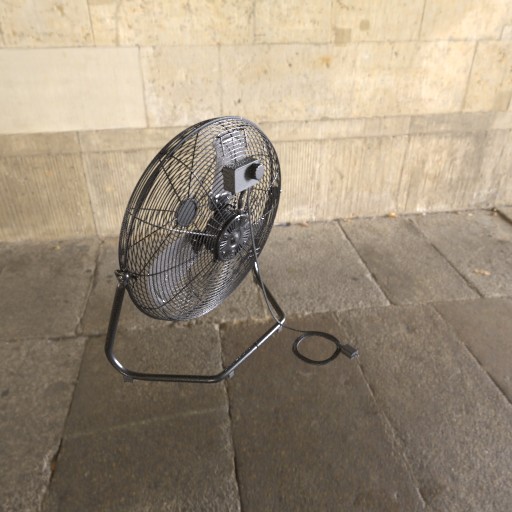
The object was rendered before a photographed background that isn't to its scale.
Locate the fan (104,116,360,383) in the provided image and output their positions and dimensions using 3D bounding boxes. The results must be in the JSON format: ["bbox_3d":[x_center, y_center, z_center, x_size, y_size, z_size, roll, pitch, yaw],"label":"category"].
[{"bbox_3d":[0.000,0.000,1.039,0.470,0.605,0.595,21,37,31],"label":"fan"}]
